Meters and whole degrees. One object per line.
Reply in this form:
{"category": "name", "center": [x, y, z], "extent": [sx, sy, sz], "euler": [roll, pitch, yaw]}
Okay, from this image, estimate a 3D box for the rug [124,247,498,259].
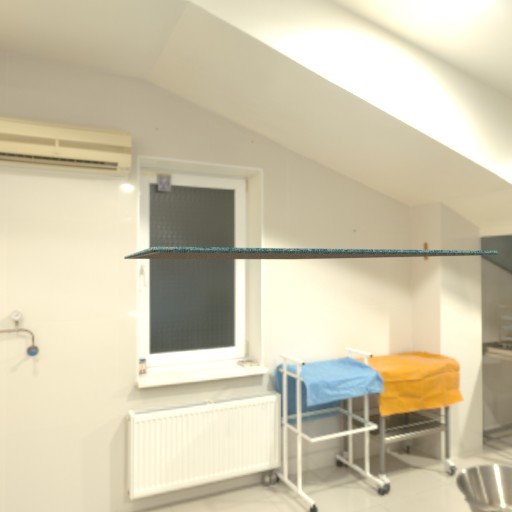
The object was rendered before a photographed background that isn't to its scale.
{"category": "rug", "center": [0.000, 0.000, 2.260], "extent": [1.219, 0.016, 1.829], "euler": [0, -1, -19]}
